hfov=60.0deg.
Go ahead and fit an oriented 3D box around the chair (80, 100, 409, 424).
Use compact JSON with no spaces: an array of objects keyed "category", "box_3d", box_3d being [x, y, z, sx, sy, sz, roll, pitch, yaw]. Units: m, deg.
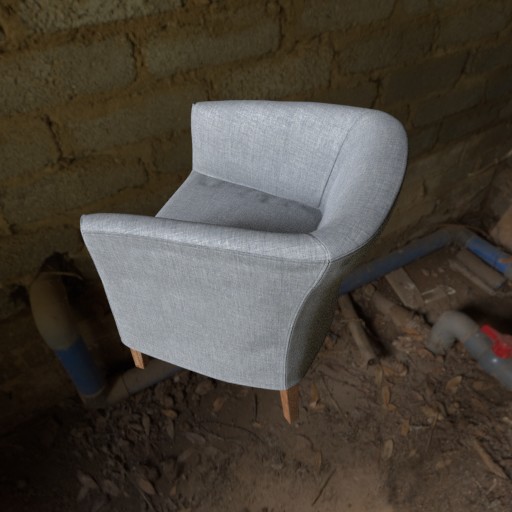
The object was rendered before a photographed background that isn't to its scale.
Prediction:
[{"category":"chair","box_3d":[0.000,0.000,1.277,0.668,0.771,0.600,16,49,14]}]
